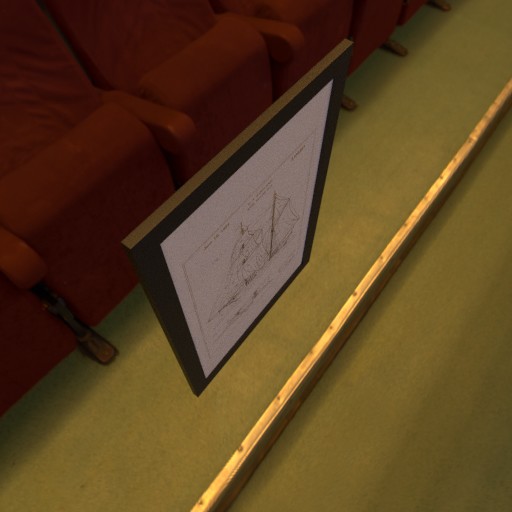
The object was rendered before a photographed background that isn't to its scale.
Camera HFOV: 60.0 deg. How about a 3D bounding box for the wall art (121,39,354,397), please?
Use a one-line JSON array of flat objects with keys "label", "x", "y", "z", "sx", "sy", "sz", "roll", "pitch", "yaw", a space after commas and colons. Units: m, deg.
[{"label": "wall art", "x": 0.000, "y": 0.000, "z": 0.699, "sx": 0.013, "sy": 0.534, "sz": 0.381, "roll": 33, "pitch": 64, "yaw": 18}]
